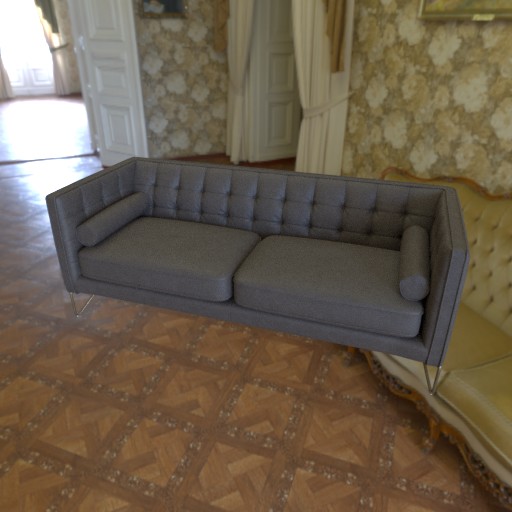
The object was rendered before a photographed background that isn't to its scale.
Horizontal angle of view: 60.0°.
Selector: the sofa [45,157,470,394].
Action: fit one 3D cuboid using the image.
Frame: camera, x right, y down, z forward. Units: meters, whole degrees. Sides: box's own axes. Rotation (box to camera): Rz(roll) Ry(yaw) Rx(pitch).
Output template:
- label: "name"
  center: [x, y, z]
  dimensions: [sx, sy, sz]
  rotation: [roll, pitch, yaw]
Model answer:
- label: "sofa"
  center: [0.000, 0.000, 2.545]
  dimensions: [2.087, 0.789, 0.867]
  rotation: [9, 28, 17]
